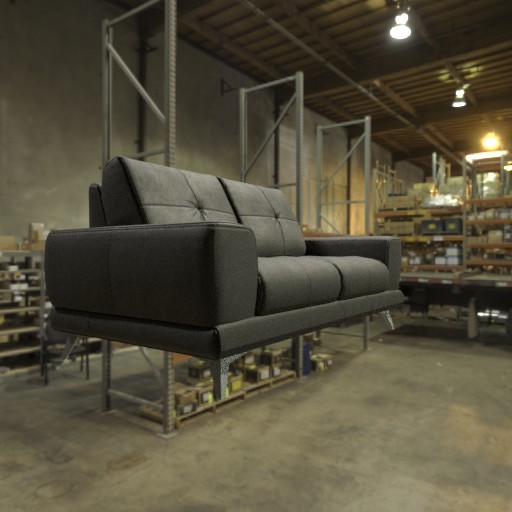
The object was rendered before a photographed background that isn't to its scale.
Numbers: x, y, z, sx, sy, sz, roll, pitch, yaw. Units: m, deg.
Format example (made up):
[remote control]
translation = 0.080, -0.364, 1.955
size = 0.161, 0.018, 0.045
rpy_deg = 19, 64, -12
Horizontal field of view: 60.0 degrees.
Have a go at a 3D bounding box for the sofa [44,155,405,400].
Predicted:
[sofa]
translation = 0.000, 0.000, 2.335
size = 1.018, 0.907, 1.806
rpy_deg = 0, 0, 36
